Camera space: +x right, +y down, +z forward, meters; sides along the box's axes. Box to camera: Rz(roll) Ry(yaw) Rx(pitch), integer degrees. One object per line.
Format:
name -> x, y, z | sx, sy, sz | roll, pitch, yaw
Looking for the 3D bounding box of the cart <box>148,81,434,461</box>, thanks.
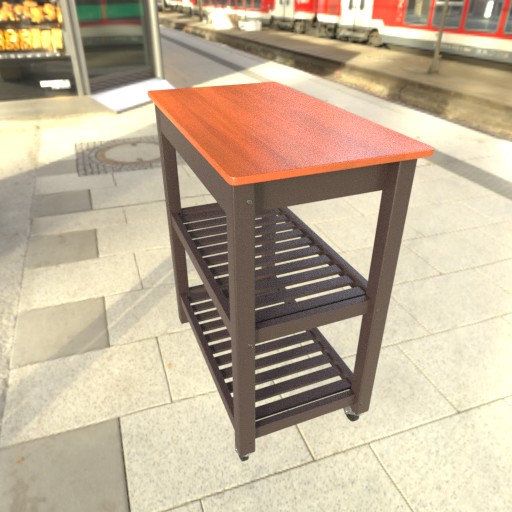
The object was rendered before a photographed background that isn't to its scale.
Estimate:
cart -> 0.000, 0.000, 1.451 | 0.457, 0.927, 0.899 | -12, 33, -19
